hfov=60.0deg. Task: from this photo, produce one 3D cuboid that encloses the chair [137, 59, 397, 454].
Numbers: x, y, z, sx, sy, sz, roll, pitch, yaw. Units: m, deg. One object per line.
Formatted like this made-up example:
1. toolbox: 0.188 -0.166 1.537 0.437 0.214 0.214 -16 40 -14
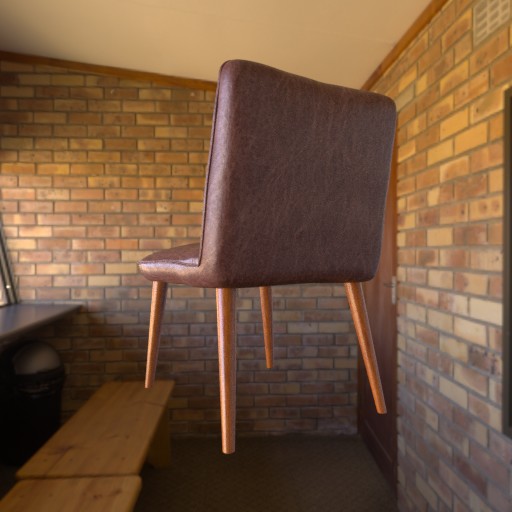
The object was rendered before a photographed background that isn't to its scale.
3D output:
1. chair: 0.000 0.000 1.242 0.543 0.803 0.645 0 0 -35
